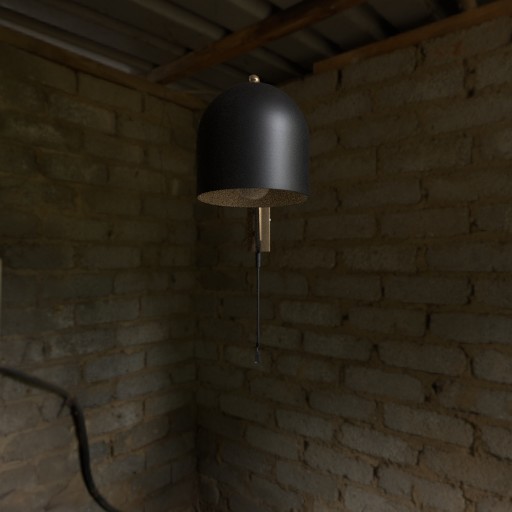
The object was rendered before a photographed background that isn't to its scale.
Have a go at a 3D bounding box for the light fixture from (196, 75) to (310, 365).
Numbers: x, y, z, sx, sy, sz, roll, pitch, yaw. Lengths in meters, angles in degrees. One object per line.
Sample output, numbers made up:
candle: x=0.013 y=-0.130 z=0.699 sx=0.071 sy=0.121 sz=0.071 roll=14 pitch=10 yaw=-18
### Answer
light fixture: x=0.000 y=0.000 z=1.093 sx=0.215 sy=0.696 sz=0.720 roll=0 pitch=0 yaw=1
